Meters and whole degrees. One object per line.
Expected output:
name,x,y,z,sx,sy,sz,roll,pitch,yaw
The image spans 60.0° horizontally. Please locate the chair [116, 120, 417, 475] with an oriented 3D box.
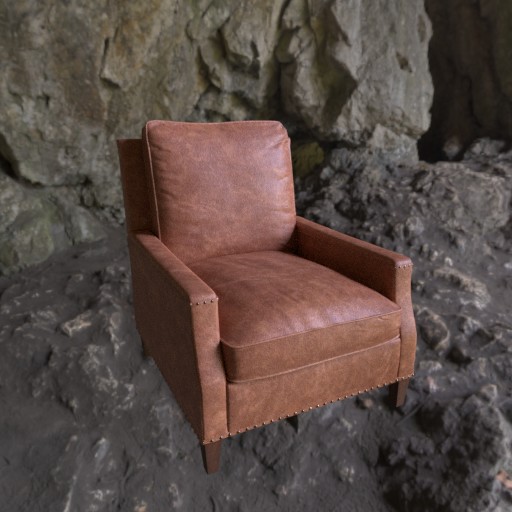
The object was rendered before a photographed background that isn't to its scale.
chair,0.000,0.000,1.786,0.854,1.054,1.035,-8,18,-26
